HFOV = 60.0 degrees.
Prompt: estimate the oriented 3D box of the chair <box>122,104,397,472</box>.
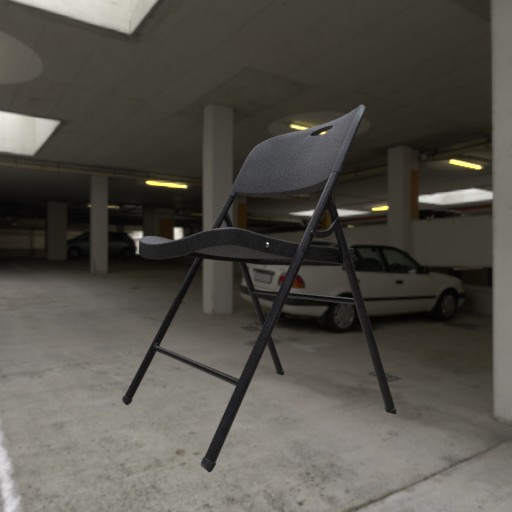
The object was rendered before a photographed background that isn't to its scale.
[{"bbox_3d":[0.000,0.000,1.184,0.566,0.810,0.494,0,-1,-35],"label":"chair"}]
